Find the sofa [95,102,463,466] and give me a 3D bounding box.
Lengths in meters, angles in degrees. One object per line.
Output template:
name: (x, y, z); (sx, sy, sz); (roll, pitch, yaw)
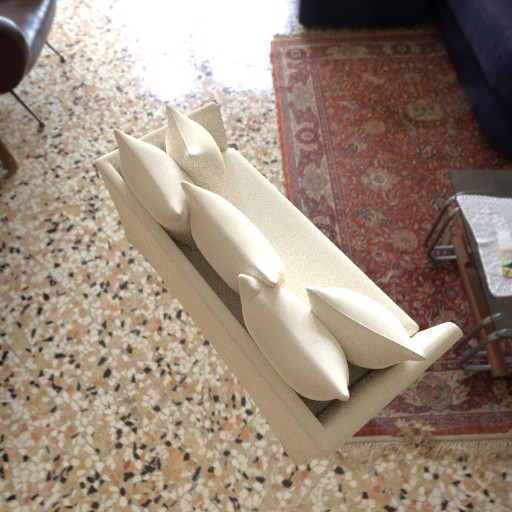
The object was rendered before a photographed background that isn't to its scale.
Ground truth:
sofa: (0.000, 0.000, 2.801); (1.031, 1.034, 2.290); (-33, 64, -19)
